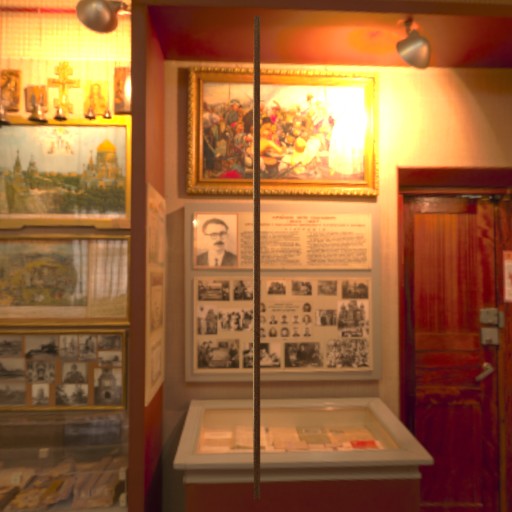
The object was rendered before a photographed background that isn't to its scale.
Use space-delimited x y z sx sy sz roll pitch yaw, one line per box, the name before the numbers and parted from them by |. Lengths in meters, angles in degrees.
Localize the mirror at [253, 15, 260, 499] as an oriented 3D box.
mirror | 0.000 0.000 2.269 0.025 2.032 0.812 0 -2 -1
